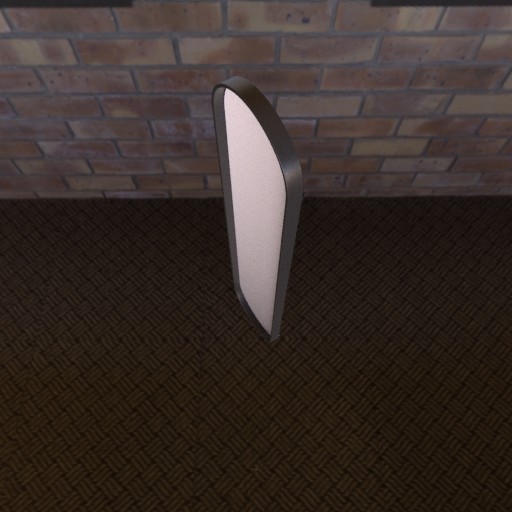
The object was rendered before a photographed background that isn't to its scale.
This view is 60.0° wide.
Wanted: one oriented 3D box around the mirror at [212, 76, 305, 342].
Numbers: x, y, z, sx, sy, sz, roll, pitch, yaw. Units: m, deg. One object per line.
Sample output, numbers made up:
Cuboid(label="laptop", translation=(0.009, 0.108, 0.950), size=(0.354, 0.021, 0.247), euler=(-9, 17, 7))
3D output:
Cuboid(label="mirror", translation=(0.000, 0.000, 1.047), size=(0.032, 0.991, 0.222), euler=(-30, 68, -13))
